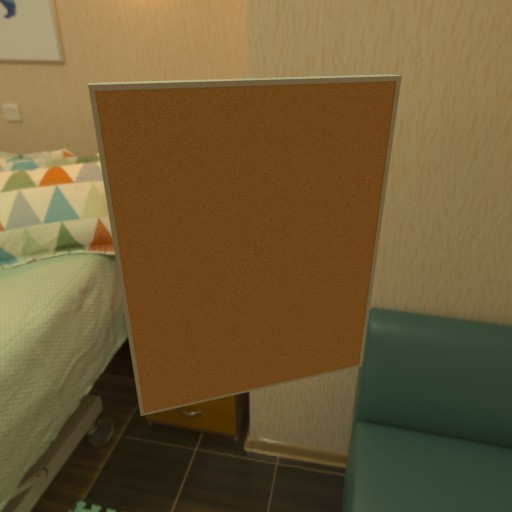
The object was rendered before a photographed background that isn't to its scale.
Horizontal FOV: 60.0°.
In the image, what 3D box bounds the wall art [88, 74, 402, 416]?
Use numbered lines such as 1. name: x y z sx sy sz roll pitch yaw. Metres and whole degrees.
1. wall art: 0.000 0.000 1.024 0.611 0.763 0.055 -8 28 -15
